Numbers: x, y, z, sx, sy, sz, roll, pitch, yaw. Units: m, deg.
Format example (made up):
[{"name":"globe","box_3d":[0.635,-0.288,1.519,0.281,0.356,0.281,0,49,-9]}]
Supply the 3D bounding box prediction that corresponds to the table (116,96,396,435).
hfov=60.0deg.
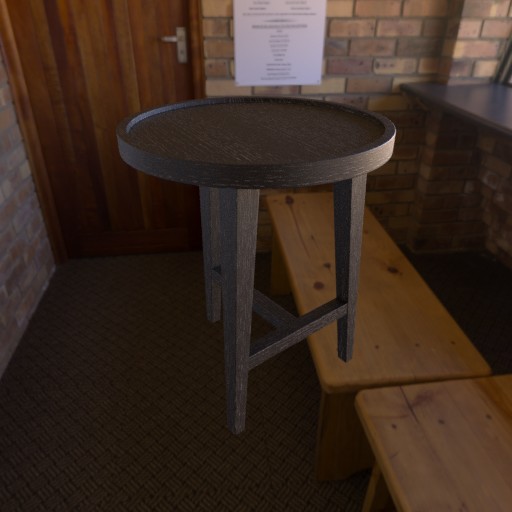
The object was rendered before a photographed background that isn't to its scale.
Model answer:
[{"name":"table","box_3d":[0.000,0.000,0.770,0.399,0.460,0.399,0,30,0]}]
